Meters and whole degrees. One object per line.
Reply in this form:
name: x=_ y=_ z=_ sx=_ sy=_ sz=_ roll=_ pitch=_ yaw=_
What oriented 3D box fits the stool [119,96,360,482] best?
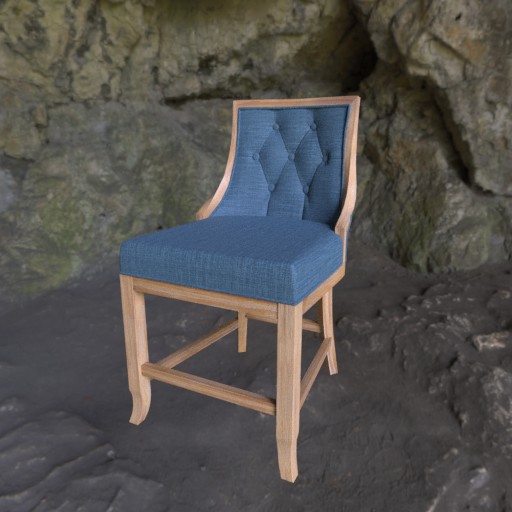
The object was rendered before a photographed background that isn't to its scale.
stool: x=0.000 y=0.000 z=1.342 sx=0.524 sy=0.938 sz=0.626 roll=8 pitch=17 yaw=26
